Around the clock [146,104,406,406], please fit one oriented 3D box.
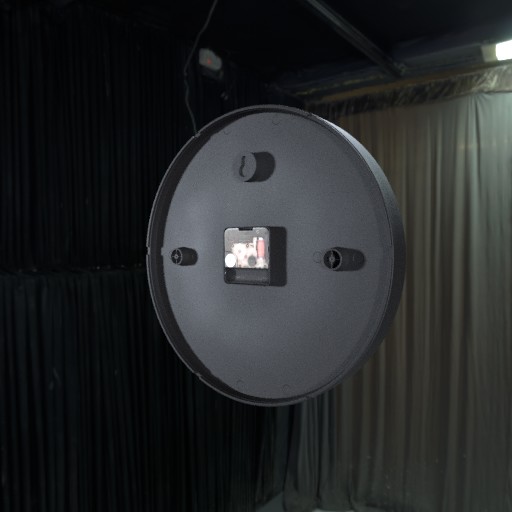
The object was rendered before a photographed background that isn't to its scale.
[{"bbox_3d":[0.000,0.000,0.450,0.293,0.293,0.040,1,1,36],"label":"clock"}]
